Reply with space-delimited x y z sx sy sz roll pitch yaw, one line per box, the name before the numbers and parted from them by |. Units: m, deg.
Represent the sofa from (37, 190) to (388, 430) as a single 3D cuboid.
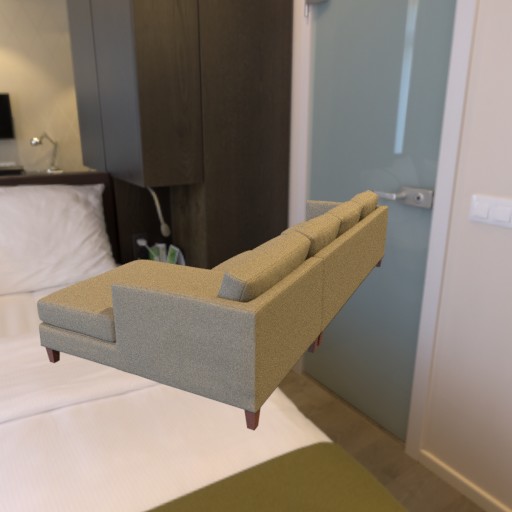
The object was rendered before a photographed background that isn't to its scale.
sofa | 0.000 0.000 3.865 1.625 0.861 3.186 8 19 26
